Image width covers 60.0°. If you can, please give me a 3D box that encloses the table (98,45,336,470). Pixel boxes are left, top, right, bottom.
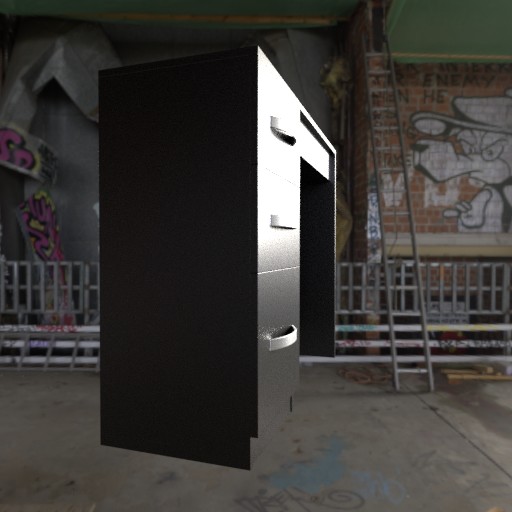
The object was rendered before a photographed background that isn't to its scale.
[{"bbox_3d":[0.000,0.000,1.313,0.380,0.790,0.930,0,1,19],"label":"table"}]
